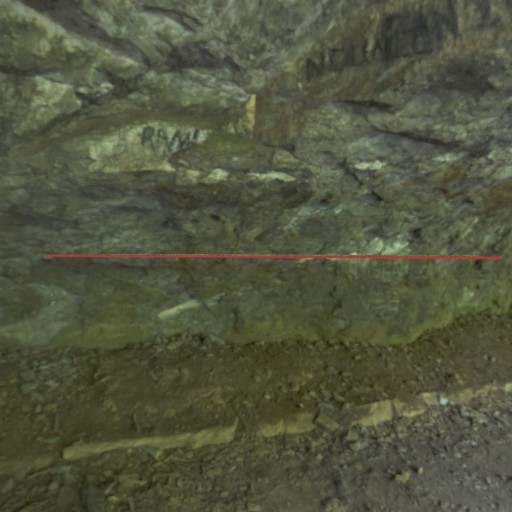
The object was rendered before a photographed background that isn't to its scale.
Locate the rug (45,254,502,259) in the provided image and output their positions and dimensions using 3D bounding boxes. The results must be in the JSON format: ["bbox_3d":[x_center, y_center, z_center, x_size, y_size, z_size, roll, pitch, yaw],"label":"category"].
[{"bbox_3d":[0.000,0.000,2.446,2.292,0.015,0.659,0,1,19],"label":"rug"}]
